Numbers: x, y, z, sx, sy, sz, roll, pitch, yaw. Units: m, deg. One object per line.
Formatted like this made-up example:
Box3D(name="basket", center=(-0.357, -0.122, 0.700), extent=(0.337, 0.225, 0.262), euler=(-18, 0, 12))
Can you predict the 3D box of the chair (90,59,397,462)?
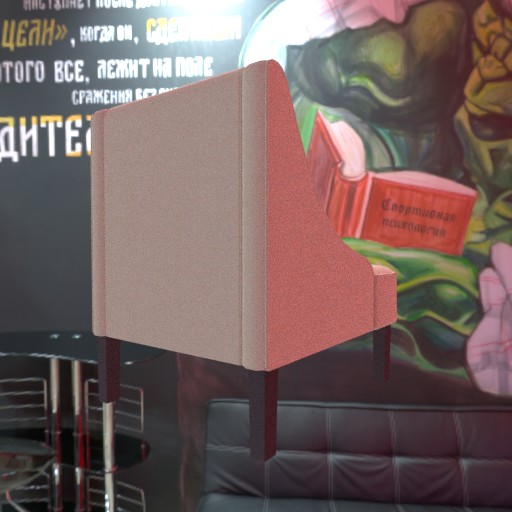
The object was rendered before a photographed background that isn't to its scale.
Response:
Box3D(name="chair", center=(0.000, 0.000, 1.465), extent=(0.689, 0.886, 0.806), euler=(1, 2, 37))
